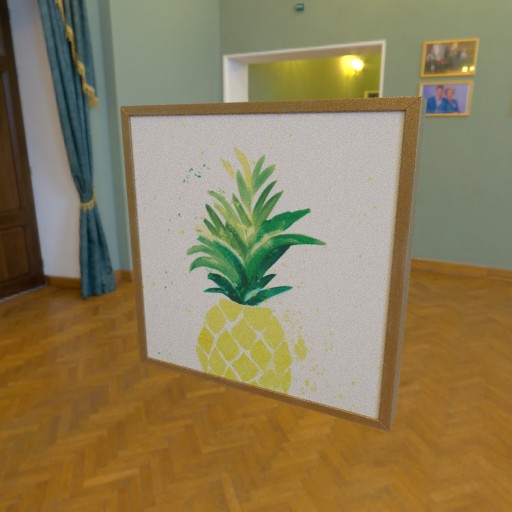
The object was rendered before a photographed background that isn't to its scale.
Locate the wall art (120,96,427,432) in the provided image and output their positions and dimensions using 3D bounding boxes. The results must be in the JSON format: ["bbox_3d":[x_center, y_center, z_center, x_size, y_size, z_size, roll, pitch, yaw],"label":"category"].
[{"bbox_3d":[0.000,0.000,0.466,0.306,0.305,0.038,8,17,25],"label":"wall art"}]
